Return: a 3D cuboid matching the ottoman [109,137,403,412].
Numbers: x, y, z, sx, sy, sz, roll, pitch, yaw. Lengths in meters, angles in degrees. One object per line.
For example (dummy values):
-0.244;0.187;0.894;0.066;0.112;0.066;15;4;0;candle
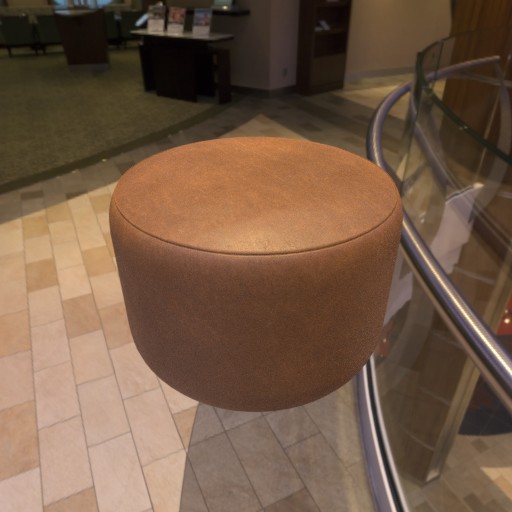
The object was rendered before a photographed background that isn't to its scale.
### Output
0.000;0.000;1.020;0.607;0.438;0.607;0;33;0;ottoman
